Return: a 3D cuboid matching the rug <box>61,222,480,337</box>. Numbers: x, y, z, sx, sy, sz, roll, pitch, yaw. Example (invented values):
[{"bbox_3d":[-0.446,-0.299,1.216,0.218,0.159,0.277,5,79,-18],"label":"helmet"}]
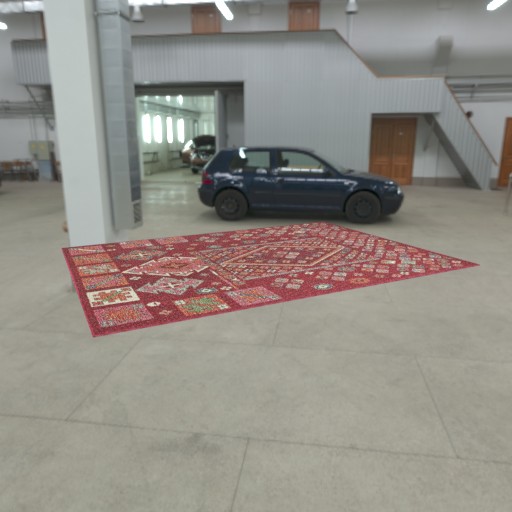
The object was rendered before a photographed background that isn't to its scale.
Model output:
[{"bbox_3d":[0.000,0.000,2.831,2.184,0.007,1.579,-7,17,-26],"label":"rug"}]
